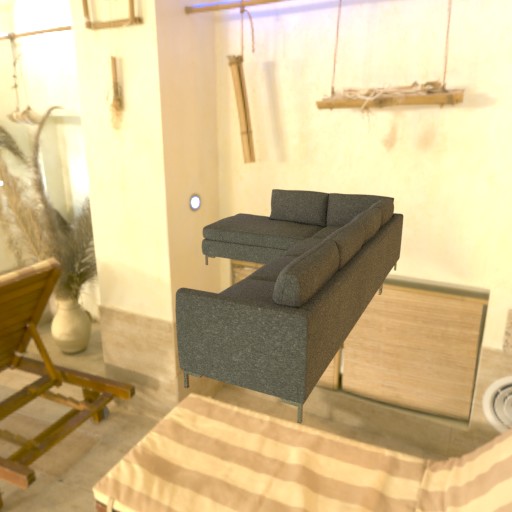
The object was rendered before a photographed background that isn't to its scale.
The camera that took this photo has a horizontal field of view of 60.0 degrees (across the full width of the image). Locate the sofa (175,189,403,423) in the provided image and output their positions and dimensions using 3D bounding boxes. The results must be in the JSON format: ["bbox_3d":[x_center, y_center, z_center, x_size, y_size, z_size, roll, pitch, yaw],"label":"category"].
[{"bbox_3d":[0.000,0.000,3.856,2.007,0.815,2.949,8,18,25],"label":"sofa"}]
